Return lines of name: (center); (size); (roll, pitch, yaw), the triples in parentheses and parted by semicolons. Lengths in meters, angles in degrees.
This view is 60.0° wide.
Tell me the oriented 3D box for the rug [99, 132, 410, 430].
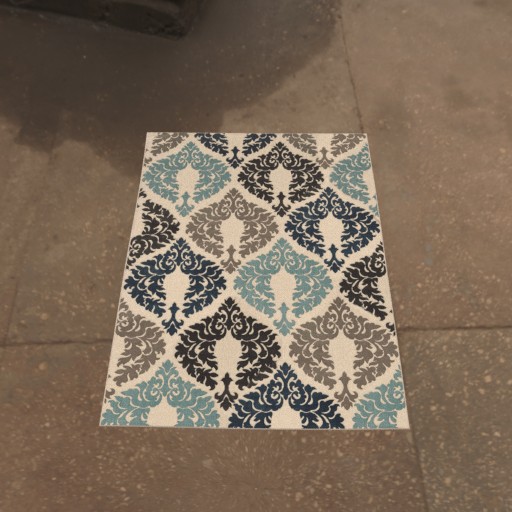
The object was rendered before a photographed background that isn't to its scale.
rug: (0.000, 0.000, 4.147); (2.423, 0.014, 3.040); (0, 62, 0)
